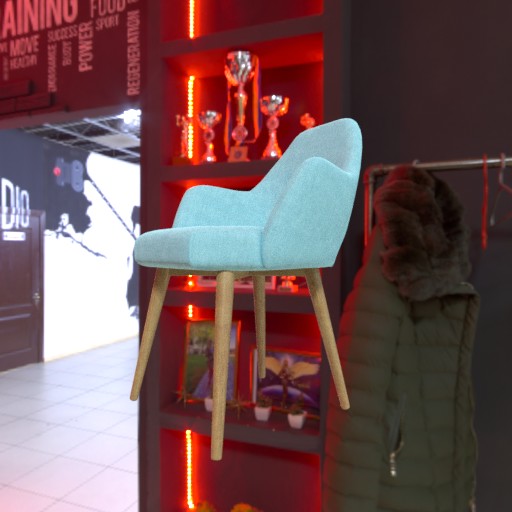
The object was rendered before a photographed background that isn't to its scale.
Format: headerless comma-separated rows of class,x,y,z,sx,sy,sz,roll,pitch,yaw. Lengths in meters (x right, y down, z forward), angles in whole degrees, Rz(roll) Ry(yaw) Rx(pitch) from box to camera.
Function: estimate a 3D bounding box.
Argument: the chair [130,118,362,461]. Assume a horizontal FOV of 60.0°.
chair,0.000,0.000,1.257,0.610,0.840,0.590,0,1,-36
